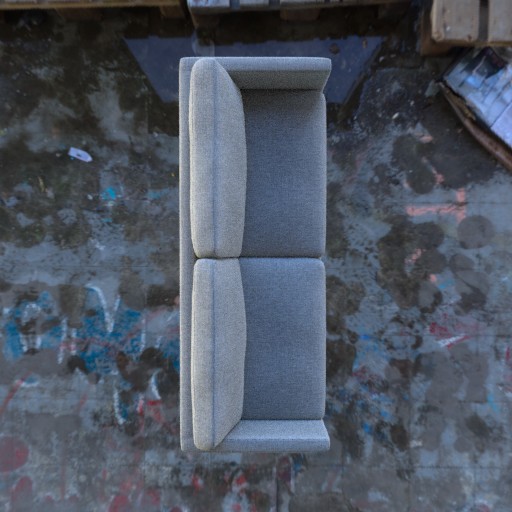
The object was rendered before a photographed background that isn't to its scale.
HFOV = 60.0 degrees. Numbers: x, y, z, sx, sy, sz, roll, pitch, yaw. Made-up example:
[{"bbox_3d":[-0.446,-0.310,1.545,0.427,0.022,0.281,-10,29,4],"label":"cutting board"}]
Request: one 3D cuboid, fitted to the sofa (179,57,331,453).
[{"bbox_3d":[0.000,0.000,2.962,0.948,0.951,2.434,0,91,0],"label":"sofa"}]
